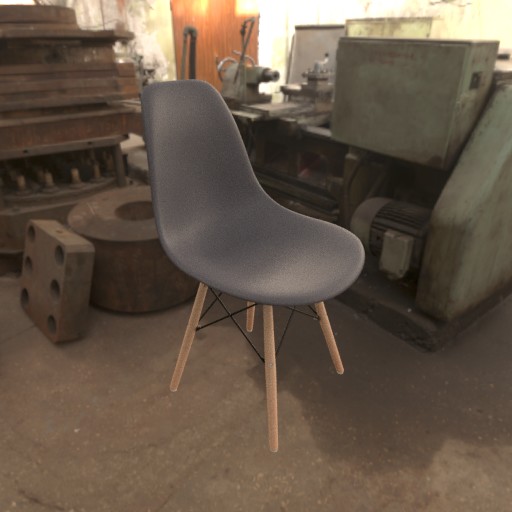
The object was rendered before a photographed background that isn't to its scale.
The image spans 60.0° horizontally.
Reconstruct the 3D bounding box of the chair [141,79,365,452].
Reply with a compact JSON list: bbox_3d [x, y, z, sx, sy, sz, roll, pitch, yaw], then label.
[{"bbox_3d":[0.000,0.000,1.154,0.533,0.826,0.470,18,32,33],"label":"chair"}]
